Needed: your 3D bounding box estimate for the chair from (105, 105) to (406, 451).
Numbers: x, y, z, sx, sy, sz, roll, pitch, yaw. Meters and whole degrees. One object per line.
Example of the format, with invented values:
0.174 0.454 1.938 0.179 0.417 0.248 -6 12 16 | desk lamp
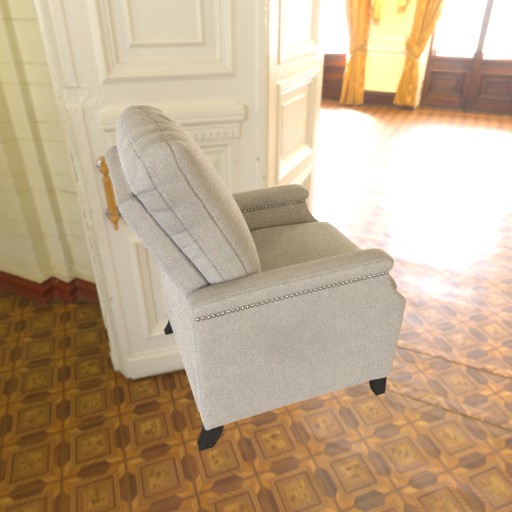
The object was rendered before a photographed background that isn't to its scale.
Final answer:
0.000 0.000 1.637 0.922 1.049 0.710 -11 32 -17 | chair
